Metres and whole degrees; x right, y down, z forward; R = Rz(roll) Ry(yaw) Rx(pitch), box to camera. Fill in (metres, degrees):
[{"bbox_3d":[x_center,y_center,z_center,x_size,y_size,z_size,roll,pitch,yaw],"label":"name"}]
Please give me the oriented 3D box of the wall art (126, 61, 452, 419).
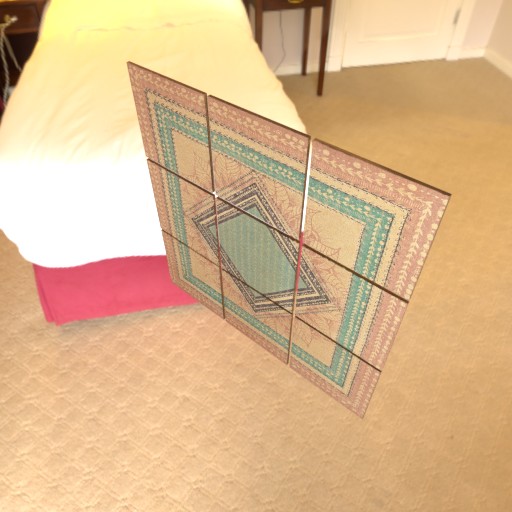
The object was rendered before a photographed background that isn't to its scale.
[{"bbox_3d":[0.000,0.000,1.764,1.215,1.213,0.013,31,53,27],"label":"wall art"}]
